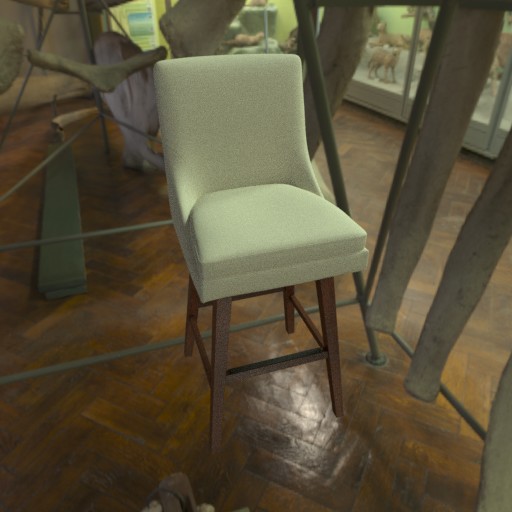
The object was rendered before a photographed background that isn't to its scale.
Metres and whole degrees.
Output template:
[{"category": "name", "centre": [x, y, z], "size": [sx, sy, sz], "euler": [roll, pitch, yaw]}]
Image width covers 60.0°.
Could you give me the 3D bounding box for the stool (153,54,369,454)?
[{"category": "stool", "centre": [0.000, 0.000, 1.393], "size": [0.470, 1.097, 0.559], "euler": [-10, 33, -15]}]
